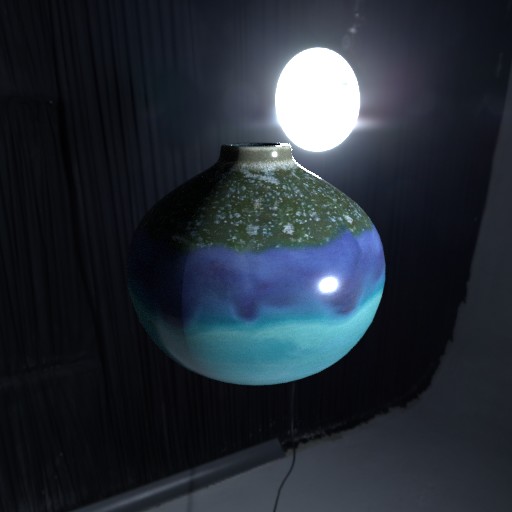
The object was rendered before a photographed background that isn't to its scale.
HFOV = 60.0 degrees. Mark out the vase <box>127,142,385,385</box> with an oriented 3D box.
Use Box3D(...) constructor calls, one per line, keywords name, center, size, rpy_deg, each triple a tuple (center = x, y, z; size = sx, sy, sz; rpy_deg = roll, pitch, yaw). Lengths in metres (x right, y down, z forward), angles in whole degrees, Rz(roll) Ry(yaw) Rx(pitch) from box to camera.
Box3D(name="vase", center=(0.000, 0.000, 0.272), size=(0.154, 0.133, 0.154), rpy_deg=(0, 18, 0))
